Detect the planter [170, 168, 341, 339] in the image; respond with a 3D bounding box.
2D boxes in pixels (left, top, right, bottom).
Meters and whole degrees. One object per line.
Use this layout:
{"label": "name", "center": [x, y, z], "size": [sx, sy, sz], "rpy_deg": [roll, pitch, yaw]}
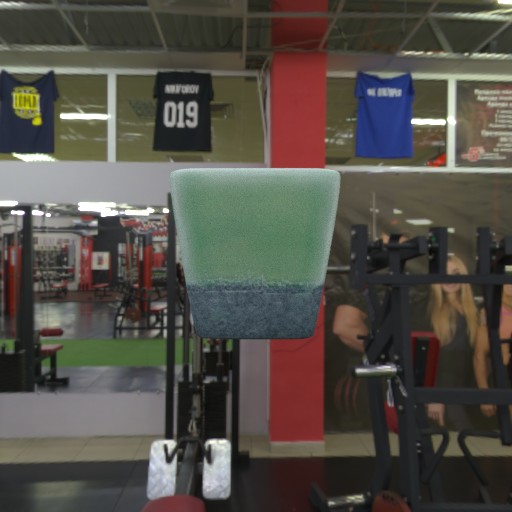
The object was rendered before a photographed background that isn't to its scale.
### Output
{"label": "planter", "center": [0.000, 0.000, 0.312], "size": [0.072, 0.072, 0.275], "rpy_deg": [0, 0, 0]}
